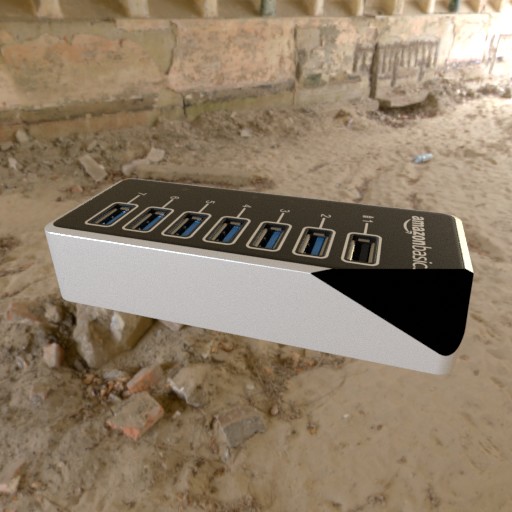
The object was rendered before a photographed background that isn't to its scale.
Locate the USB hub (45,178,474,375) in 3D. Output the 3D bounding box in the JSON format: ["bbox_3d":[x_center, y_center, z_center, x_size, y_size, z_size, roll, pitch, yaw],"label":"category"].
[{"bbox_3d":[0.000,0.000,0.129,0.110,0.023,0.044,9,30,15],"label":"USB hub"}]
